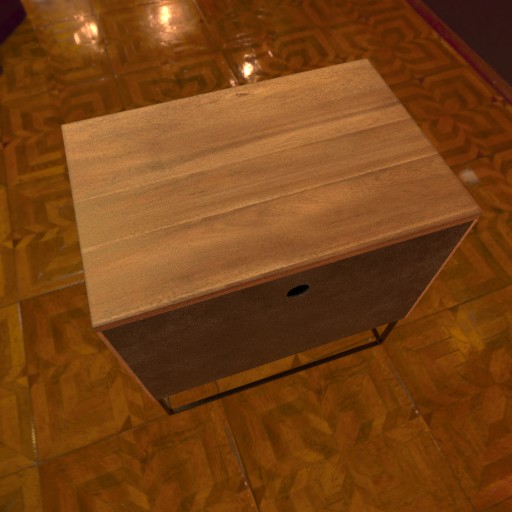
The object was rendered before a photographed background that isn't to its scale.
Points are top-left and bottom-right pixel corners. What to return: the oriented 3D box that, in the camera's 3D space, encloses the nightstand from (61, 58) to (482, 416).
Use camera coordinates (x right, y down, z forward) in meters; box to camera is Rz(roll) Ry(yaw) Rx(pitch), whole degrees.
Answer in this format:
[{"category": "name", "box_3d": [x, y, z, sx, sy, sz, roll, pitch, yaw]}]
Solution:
[{"category": "nightstand", "box_3d": [0.000, 0.000, 1.007, 0.605, 0.611, 0.427, -16, 60, -10]}]
